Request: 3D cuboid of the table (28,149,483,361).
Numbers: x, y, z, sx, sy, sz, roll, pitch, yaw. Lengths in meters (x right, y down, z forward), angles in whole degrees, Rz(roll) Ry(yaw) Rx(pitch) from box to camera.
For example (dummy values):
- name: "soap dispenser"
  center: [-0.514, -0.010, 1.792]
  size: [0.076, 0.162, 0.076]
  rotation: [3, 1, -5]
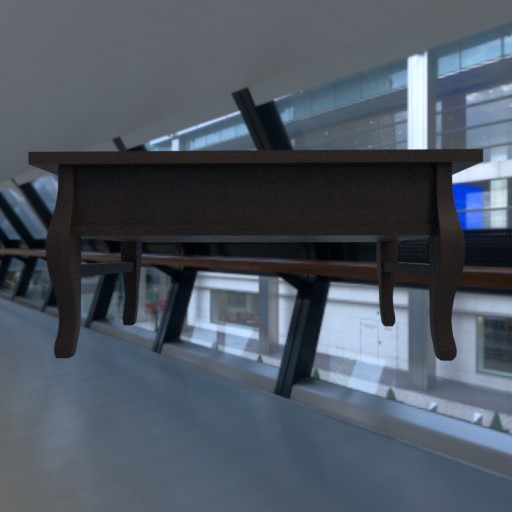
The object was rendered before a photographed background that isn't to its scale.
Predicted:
- name: "table"
  center: [0.000, 0.000, 1.325]
  size: [1.062, 0.494, 0.600]
  rotation: [0, 0, 2]
